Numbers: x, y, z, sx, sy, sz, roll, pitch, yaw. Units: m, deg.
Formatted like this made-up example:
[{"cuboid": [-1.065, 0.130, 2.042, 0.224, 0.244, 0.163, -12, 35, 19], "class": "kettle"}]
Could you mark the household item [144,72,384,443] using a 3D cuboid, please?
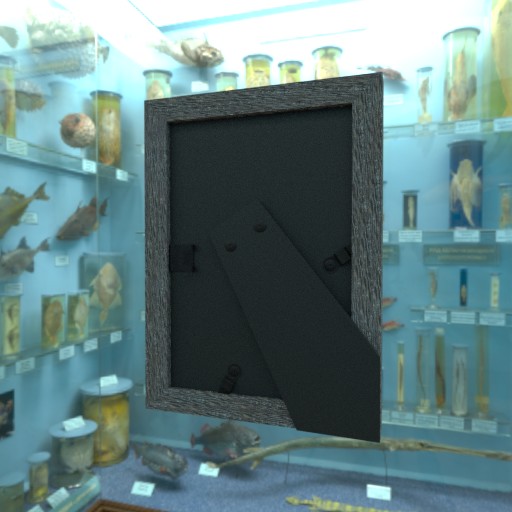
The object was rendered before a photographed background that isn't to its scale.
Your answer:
[{"cuboid": [0.000, 0.000, 0.243, 0.133, 0.180, 0.020, 0, 1, 18], "class": "household item"}]
